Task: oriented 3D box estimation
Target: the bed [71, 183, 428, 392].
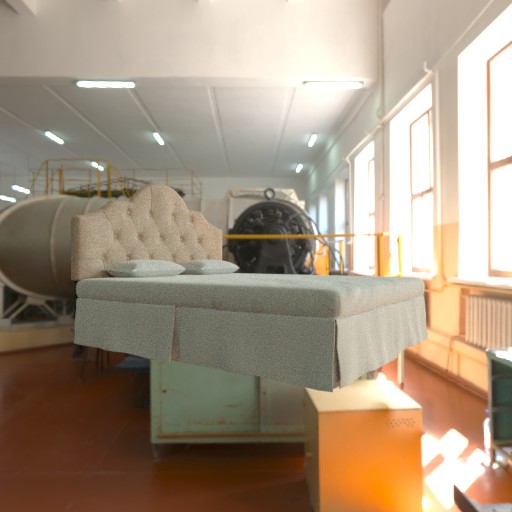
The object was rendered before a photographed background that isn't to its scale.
[{"bbox_3d":[0.000,0.000,3.095,1.970,1.194,1.667,0,-1,34],"label":"bed"}]
